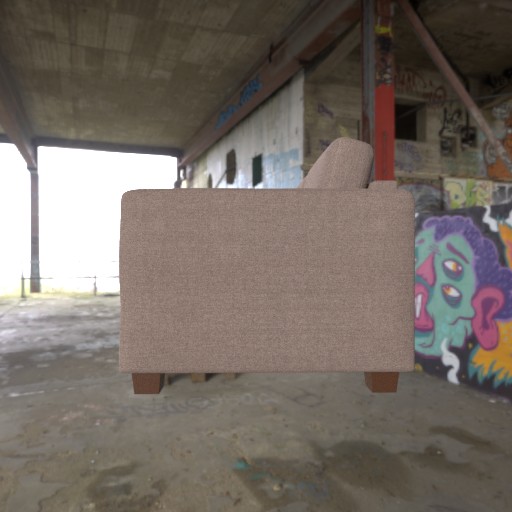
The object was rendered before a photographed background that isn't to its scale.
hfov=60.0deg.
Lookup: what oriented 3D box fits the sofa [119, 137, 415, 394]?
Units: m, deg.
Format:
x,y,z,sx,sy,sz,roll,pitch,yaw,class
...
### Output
x,y,z,sx,sy,sz,roll,pitch,yaw,class
0.000,0.000,2.011,0.900,0.800,1.520,0,0,-1,sofa
